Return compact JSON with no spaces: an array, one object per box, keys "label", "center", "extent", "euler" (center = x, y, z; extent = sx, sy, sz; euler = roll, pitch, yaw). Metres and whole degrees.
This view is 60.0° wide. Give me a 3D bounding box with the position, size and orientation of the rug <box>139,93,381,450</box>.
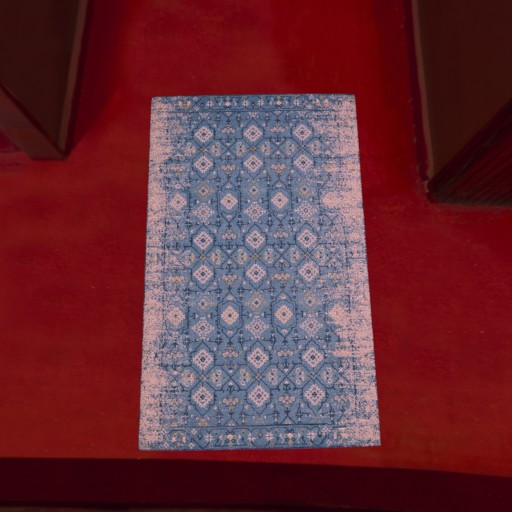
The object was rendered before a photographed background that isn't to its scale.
[{"label":"rug","center":[0.000,0.000,2.204],"extent":[1.102,0.008,1.795],"euler":[-1,77,0]}]
